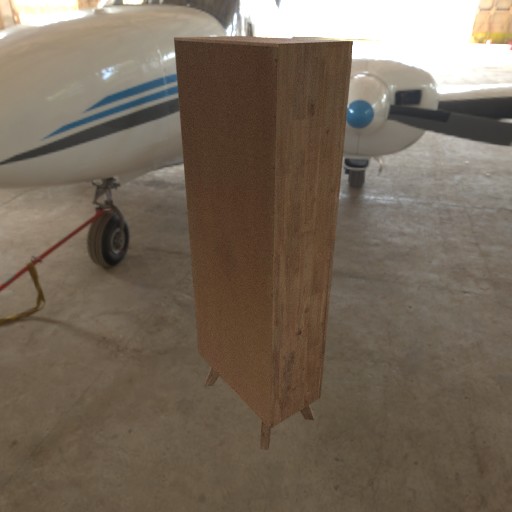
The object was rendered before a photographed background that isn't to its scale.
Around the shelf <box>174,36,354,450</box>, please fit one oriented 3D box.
[{"bbox_3d":[0.000,0.000,1.525,0.267,1.342,0.491,-19,34,-32],"label":"shelf"}]
